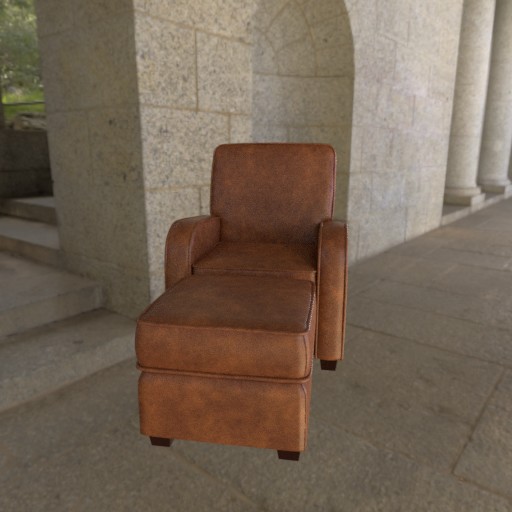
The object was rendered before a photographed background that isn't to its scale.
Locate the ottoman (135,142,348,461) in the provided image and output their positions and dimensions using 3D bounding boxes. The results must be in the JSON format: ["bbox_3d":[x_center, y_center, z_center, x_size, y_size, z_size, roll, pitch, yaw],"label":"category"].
[{"bbox_3d":[0.000,0.000,1.800,0.732,0.904,1.314,2,14,9],"label":"ottoman"}]
